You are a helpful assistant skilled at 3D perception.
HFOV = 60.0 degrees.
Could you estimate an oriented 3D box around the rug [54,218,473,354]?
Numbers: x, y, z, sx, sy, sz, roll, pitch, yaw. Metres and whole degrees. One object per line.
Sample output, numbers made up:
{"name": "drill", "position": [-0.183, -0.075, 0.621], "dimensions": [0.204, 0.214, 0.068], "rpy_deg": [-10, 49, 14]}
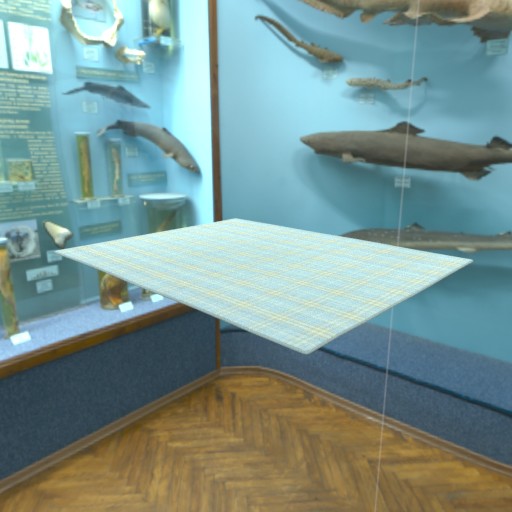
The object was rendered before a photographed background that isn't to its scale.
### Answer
{"name": "rug", "position": [0.000, 0.000, 4.129], "dimensions": [3.066, 0.030, 2.462], "rpy_deg": [14, 20, 41]}
